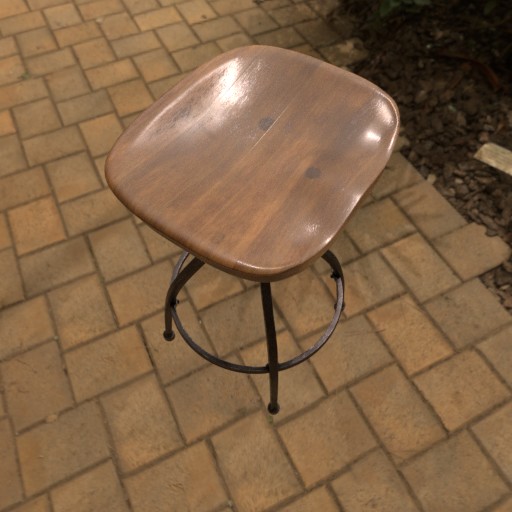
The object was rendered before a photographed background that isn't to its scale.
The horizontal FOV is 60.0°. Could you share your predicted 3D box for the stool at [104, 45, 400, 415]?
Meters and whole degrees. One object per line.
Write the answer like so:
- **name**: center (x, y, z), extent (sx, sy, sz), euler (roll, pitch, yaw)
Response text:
- **stool**: center (0.000, 0.000, 0.958), extent (0.424, 0.694, 0.432), euler (30, 63, 18)
